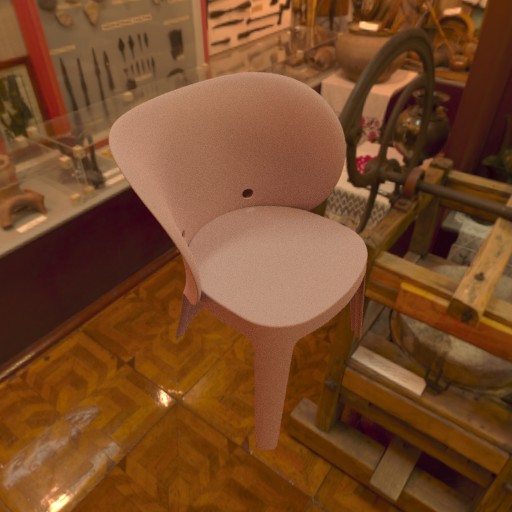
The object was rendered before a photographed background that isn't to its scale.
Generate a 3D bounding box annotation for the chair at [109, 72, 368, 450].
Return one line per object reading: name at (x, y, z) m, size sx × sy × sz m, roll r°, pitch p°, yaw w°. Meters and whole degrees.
chair at (0.000, 0.000, 0.860) m, size 0.402 × 0.554 × 0.451 m, roll 27°, pitch 47°, yaw 28°
